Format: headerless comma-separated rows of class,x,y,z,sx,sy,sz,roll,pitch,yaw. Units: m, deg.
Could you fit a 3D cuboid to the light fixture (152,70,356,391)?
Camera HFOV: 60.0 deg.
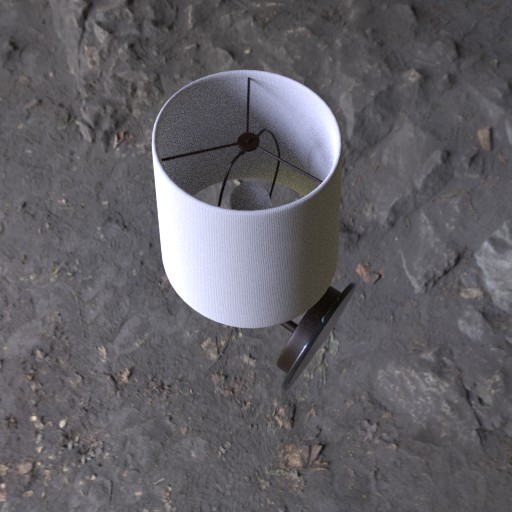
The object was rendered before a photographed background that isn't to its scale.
light fixture,0.000,0.000,0.445,0.188,0.337,0.168,33,67,16
